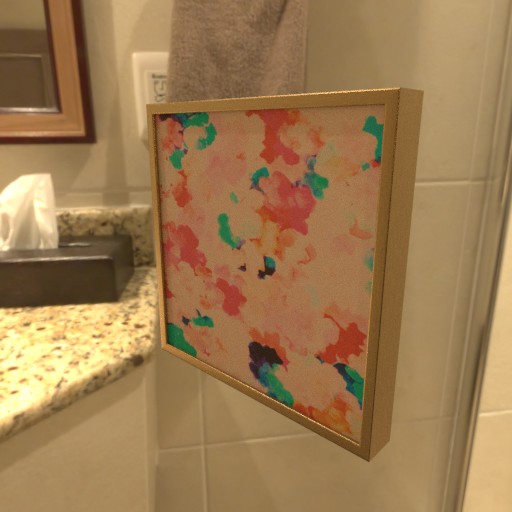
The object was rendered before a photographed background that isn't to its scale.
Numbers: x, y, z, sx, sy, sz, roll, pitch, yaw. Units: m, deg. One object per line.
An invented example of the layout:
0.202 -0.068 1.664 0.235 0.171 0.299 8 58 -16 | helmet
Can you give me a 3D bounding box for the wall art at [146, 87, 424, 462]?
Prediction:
0.000 0.000 0.455 0.304 0.305 0.038 14 21 41 | wall art
